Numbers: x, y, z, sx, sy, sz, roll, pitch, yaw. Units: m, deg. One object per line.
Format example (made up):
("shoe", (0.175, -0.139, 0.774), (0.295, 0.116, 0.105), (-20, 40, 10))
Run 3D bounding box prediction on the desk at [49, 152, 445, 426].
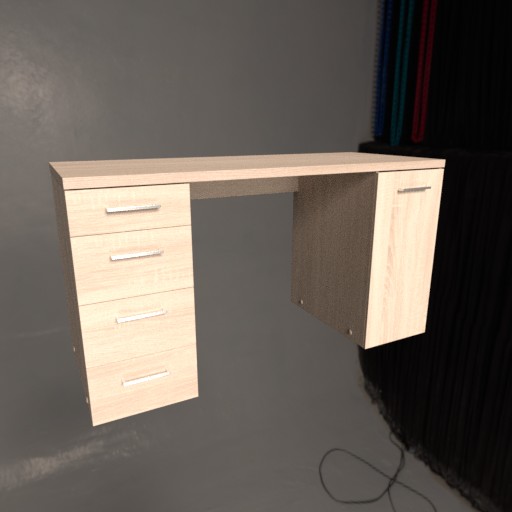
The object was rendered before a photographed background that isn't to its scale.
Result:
("desk", (0.000, 0.000, 1.763), (1.390, 0.740, 0.600), (-8, 18, -26))
